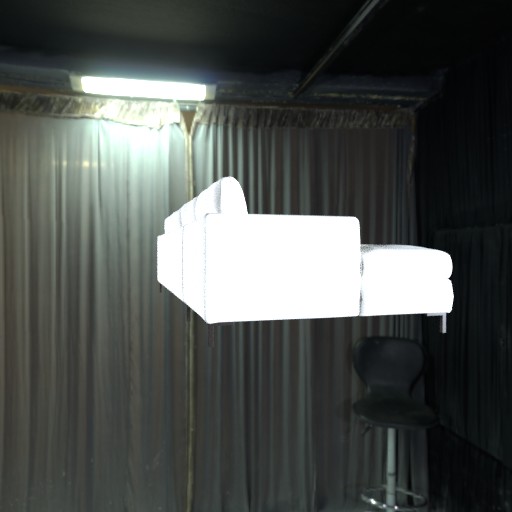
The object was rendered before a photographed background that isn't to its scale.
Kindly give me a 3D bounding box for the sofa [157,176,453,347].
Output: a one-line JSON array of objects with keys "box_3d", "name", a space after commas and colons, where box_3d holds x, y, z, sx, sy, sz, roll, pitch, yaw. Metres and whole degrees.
[{"box_3d": [0.000, 0.000, 3.864, 1.467, 0.875, 3.186, 0, 1, -17], "name": "sofa"}]
